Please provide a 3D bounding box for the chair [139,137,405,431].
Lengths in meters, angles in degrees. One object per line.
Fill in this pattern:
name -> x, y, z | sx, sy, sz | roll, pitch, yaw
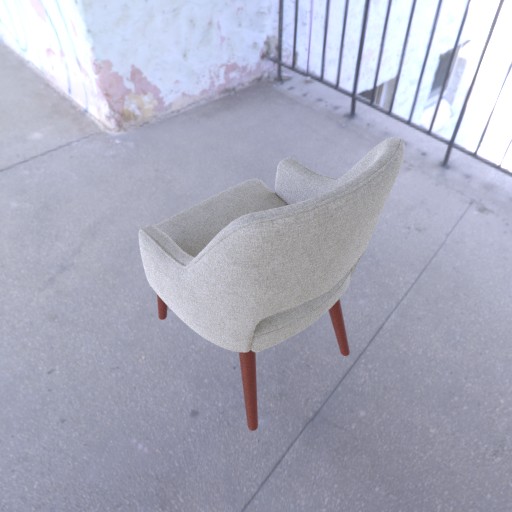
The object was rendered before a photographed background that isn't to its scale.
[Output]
chair -> 0.000, 0.000, 1.252 | 0.548, 0.849, 0.605 | -31, 54, -25
